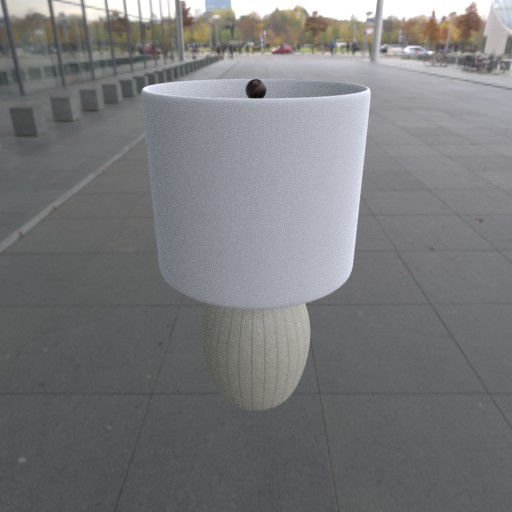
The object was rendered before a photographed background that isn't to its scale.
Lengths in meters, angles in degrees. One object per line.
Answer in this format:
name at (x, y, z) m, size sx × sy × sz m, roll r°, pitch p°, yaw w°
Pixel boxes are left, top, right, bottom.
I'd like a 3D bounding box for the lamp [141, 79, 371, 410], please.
lamp at (0.000, 0.000, 0.767) m, size 0.329 × 0.570 × 0.329 m, roll 7°, pitch 26°, yaw 14°
